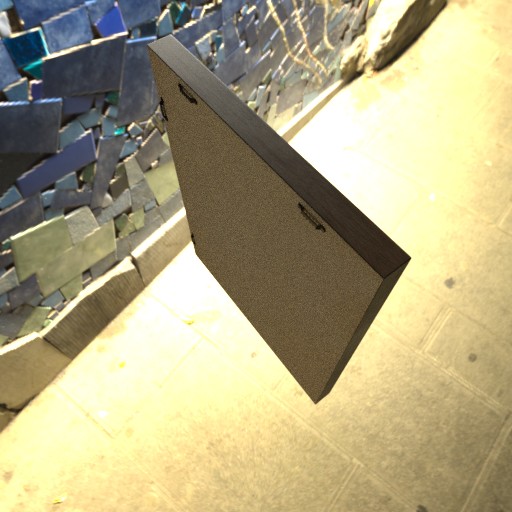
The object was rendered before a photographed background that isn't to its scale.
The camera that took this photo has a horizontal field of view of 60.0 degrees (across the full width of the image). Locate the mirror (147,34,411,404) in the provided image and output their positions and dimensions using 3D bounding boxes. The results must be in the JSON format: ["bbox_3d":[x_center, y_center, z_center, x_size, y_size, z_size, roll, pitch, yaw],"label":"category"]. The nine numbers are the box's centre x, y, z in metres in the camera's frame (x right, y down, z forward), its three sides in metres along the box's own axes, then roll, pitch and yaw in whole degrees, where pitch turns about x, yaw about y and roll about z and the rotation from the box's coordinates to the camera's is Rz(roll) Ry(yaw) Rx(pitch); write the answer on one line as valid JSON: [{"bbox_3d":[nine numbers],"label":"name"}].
[{"bbox_3d":[0.000,0.000,0.687,0.041,0.508,0.405,-33,65,-18],"label":"mirror"}]
